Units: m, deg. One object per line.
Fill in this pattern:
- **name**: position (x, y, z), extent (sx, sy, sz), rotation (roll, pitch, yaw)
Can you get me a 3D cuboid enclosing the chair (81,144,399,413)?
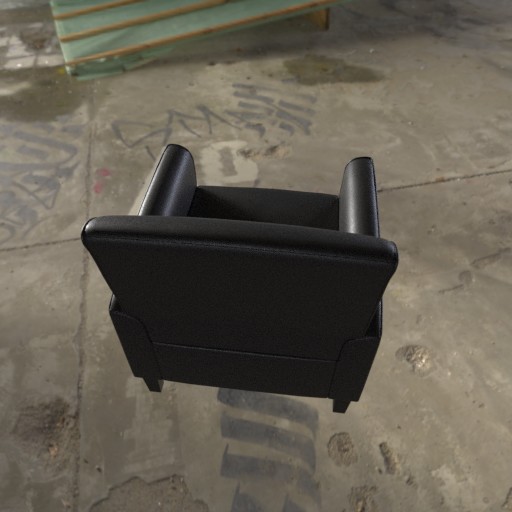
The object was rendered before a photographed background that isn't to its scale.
- **chair**: position (0.000, 0.000, 1.591), extent (0.820, 0.916, 0.819), rotation (5, 46, 5)
